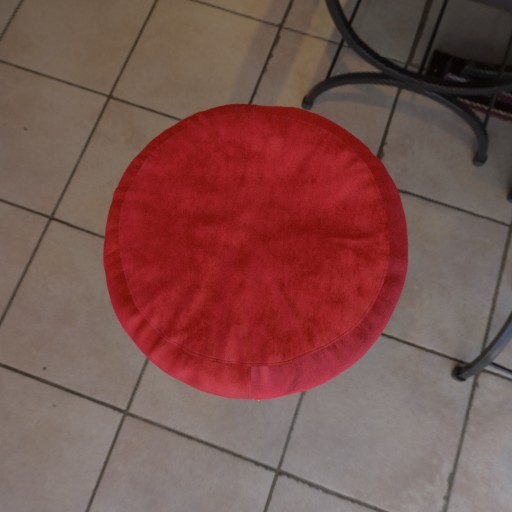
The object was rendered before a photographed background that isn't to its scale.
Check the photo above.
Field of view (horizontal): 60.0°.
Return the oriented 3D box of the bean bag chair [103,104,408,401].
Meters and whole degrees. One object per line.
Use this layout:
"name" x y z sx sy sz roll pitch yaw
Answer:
"bean bag chair" 0.000 0.000 1.948 1.219 0.762 1.219 0 76 0
